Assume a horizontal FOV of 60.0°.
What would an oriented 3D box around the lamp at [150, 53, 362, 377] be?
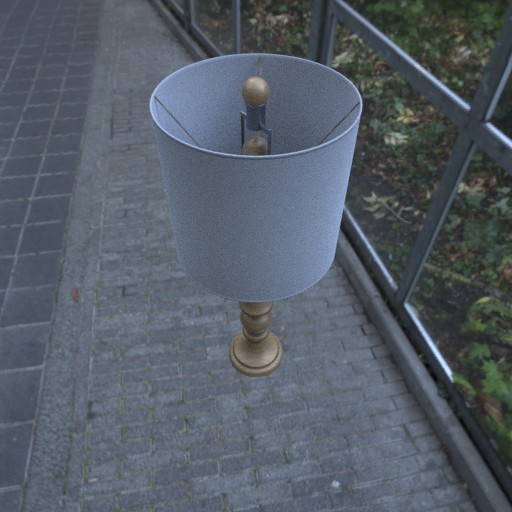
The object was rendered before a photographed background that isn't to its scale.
[{"bbox_3d":[0.000,0.000,0.729,0.250,0.597,0.250,2,47,2],"label":"lamp"}]
